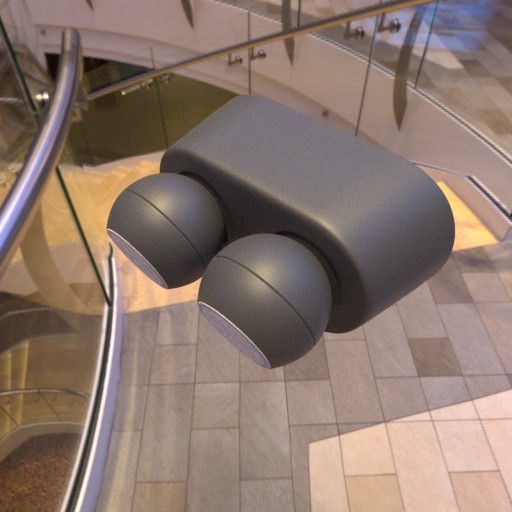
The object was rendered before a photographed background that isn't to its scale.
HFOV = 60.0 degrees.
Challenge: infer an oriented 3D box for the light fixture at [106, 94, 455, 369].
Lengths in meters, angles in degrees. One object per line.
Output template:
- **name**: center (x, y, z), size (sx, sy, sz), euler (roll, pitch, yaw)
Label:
- **light fixture**: center (0.000, 0.000, 0.340), size (0.229, 0.159, 0.159), euler (33, 55, 28)
